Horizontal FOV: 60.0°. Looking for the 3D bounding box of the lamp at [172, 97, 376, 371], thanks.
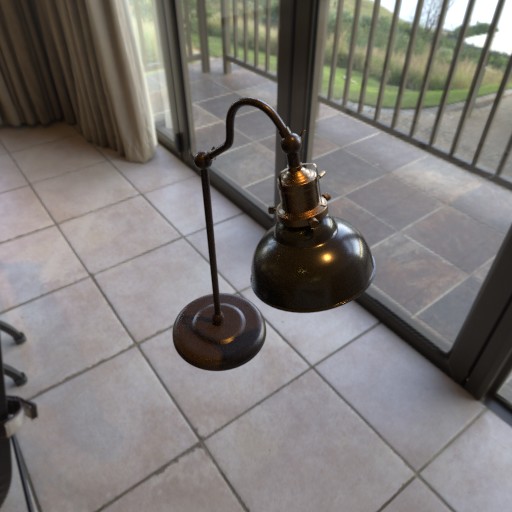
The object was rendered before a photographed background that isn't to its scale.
[{"bbox_3d":[0.000,0.000,0.703,0.374,0.508,0.192,25,47,25],"label":"lamp"}]
